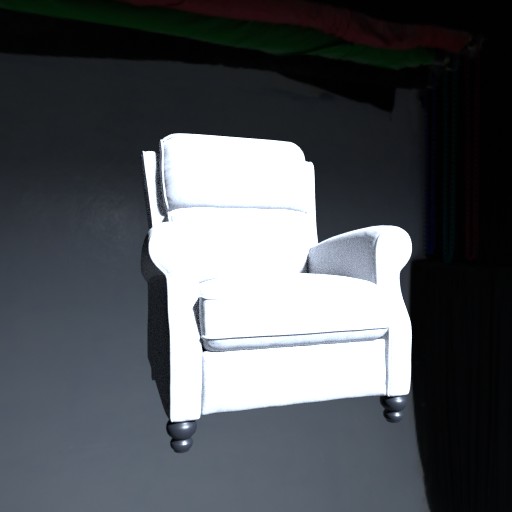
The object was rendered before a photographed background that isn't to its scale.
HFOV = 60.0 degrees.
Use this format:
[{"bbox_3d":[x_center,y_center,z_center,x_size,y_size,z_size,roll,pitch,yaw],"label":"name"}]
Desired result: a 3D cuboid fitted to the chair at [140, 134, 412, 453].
[{"bbox_3d":[0.000,0.000,1.677,0.859,1.046,0.919,0,1,-18],"label":"chair"}]
